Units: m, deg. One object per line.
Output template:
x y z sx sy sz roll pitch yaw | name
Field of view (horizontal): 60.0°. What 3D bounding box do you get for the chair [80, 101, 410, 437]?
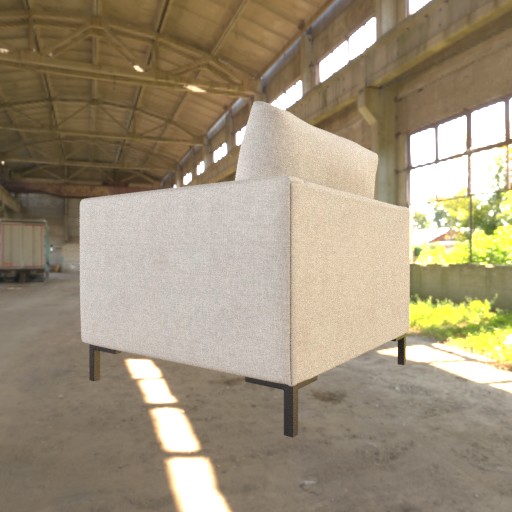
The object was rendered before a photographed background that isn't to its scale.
0.000 0.000 1.652 0.866 0.861 0.963 0 0 36 | chair
